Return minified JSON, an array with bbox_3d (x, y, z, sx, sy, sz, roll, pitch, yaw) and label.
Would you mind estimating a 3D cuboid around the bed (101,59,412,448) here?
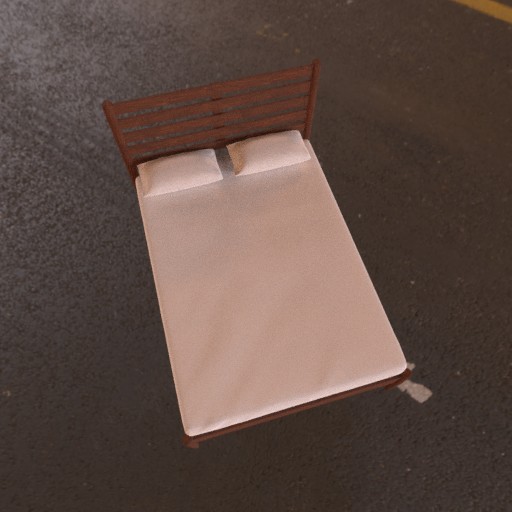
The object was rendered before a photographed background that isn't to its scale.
[{"bbox_3d":[0.000,0.000,3.088,1.509,1.304,2.093,-14,63,-7],"label":"bed"}]
